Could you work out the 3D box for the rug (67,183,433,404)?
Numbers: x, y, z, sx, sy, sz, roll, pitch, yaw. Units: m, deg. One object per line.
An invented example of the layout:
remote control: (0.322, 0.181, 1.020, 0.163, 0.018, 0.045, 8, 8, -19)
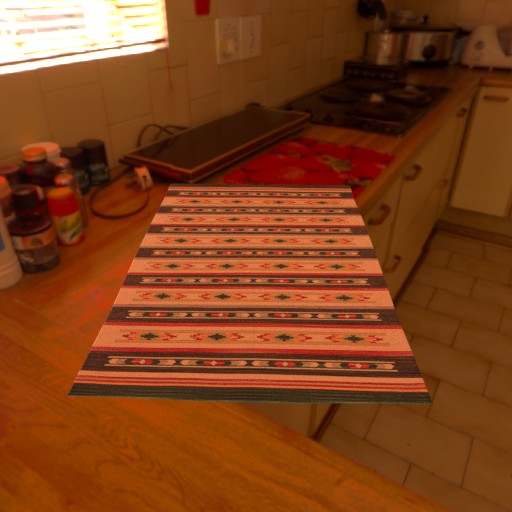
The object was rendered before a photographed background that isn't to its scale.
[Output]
rug: (0.000, 0.000, 2.241, 1.221, 0.009, 1.825, 1, 32, 1)
